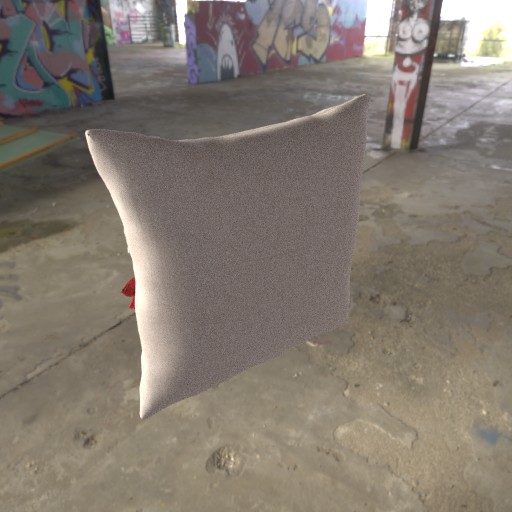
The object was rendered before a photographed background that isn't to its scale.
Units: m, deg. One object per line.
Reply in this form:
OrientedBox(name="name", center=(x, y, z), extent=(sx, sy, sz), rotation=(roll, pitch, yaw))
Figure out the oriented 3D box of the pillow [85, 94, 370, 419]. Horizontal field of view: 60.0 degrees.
OrientedBox(name="pillow", center=(0.000, 0.000, 0.684), extent=(0.433, 0.436, 0.173), rotation=(-18, 34, -29))
